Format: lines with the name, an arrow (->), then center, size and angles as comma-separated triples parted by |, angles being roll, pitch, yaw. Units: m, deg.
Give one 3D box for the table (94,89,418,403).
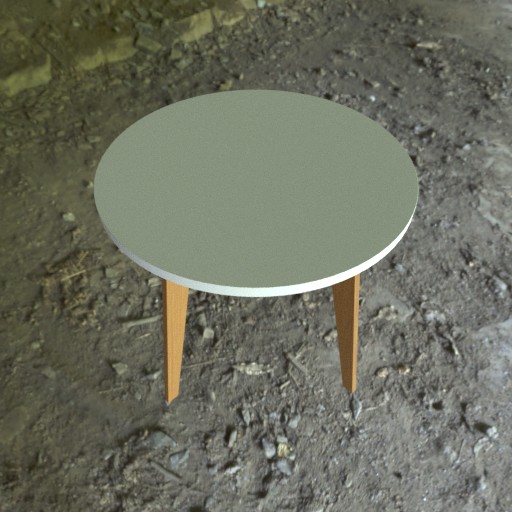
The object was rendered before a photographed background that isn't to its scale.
table -> 0.000, 0.000, 1.537 | 0.896, 0.762, 0.896 | 0, 47, 0
